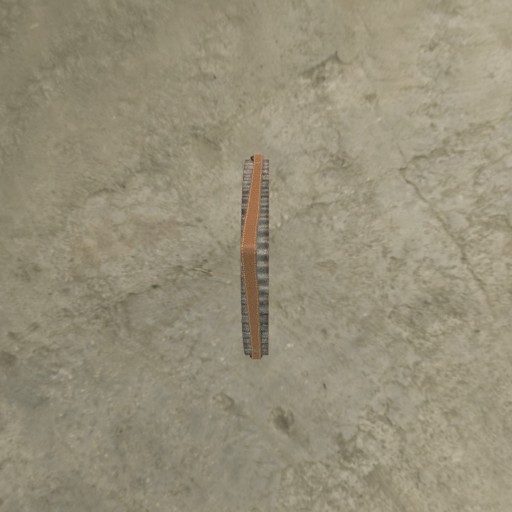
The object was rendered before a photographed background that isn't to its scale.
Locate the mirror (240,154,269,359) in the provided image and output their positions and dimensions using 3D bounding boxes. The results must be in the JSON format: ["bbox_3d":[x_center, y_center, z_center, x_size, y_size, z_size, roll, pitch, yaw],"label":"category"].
[{"bbox_3d":[0.000,0.000,0.717,0.042,0.568,0.355,0,89,2],"label":"mirror"}]
